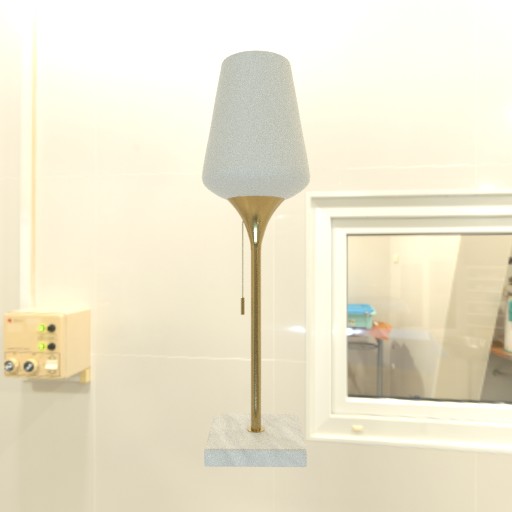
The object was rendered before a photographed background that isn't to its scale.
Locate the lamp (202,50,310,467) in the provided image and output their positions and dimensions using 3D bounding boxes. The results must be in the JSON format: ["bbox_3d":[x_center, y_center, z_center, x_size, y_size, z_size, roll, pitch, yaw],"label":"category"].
[{"bbox_3d":[0.000,0.000,0.746,0.181,0.639,0.181,0,0,1],"label":"lamp"}]
